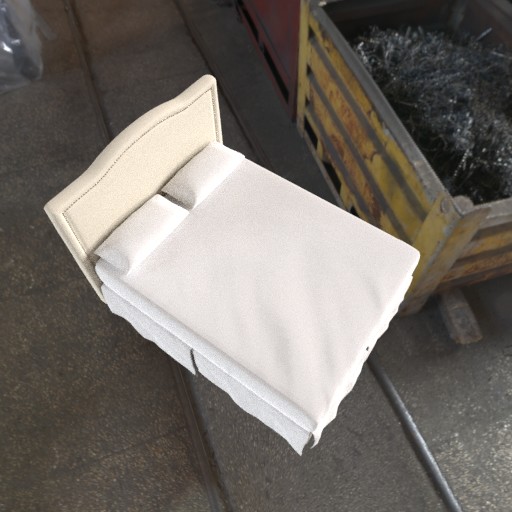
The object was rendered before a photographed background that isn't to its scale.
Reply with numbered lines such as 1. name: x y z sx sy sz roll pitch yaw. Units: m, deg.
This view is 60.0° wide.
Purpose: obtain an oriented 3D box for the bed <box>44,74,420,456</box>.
1. bed: 0.000 0.000 3.376 2.196 1.449 1.741 31 63 18
